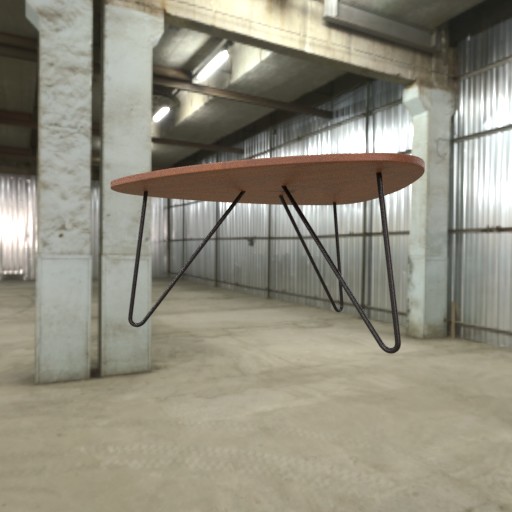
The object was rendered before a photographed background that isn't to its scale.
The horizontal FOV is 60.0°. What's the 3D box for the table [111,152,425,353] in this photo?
[{"bbox_3d":[0.000,0.000,1.277,0.821,0.413,0.833,0,1,1],"label":"table"}]
